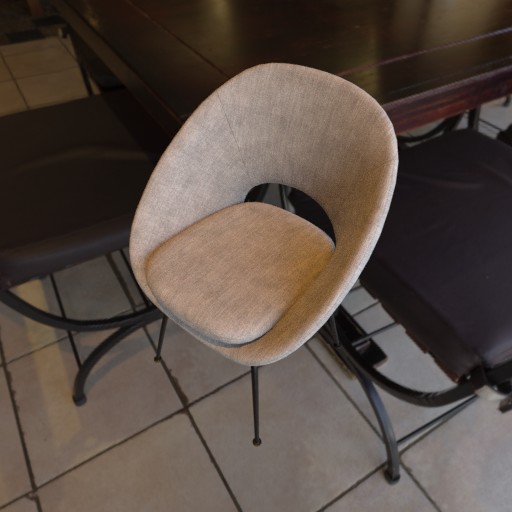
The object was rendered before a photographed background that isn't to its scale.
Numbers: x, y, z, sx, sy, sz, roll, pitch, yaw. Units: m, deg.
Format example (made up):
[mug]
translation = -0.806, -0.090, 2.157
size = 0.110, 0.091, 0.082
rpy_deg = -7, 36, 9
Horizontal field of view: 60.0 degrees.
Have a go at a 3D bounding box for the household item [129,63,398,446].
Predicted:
[household item]
translation = 0.000, 0.000, 1.254
size = 0.643, 0.869, 0.587
rpy_deg = 31, 52, 27
